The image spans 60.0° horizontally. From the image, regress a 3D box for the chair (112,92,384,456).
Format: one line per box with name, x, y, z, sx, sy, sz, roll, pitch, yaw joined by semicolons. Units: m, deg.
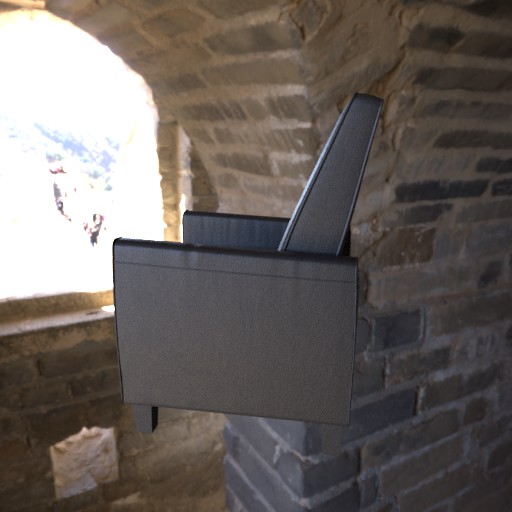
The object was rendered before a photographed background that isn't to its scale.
chair;0.000;0.000;1.526;0.746;1.013;0.705;2;14;10
